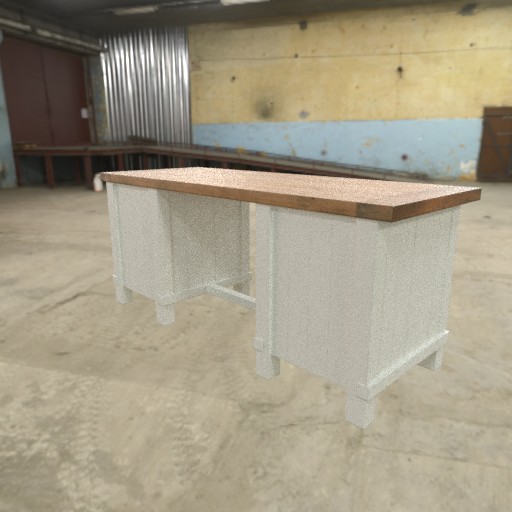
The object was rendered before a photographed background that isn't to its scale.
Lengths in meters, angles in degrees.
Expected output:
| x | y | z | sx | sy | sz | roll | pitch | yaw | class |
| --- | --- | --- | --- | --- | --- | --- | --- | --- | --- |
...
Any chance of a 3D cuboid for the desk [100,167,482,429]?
| x | y | z | sx | sy | sz | roll | pitch | yaw | class |
| --- | --- | --- | --- | --- | --- | --- | --- | --- | --- |
| 0.000 | 0.000 | 2.209 | 0.688 | 0.760 | 1.803 | -14 | 20 | -43 | desk |
